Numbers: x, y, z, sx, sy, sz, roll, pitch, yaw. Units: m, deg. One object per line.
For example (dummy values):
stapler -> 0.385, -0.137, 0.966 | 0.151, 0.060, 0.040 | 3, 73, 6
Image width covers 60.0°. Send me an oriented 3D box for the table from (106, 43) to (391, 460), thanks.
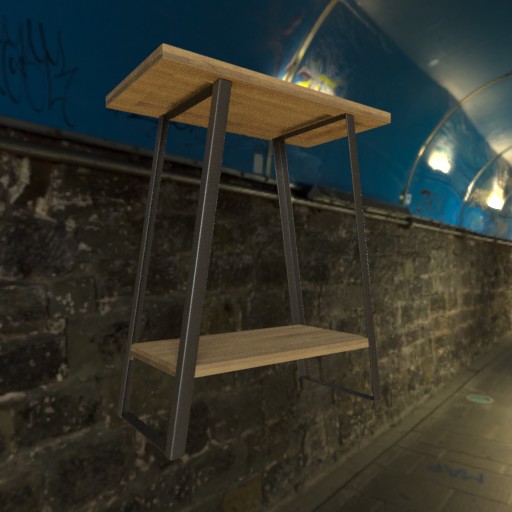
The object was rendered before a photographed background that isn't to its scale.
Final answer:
table -> 0.000, 0.000, 1.028 | 0.599, 0.701, 0.300 | 0, -1, -36
